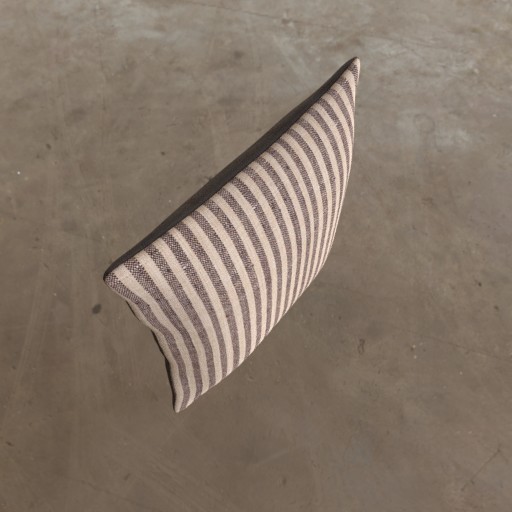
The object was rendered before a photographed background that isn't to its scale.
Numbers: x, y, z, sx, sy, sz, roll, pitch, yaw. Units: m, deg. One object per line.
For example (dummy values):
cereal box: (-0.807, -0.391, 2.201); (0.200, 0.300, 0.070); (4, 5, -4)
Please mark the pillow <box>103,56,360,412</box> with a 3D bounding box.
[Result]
pillow: (0.000, 0.000, 0.787); (0.166, 0.506, 0.523); (34, 63, 20)
